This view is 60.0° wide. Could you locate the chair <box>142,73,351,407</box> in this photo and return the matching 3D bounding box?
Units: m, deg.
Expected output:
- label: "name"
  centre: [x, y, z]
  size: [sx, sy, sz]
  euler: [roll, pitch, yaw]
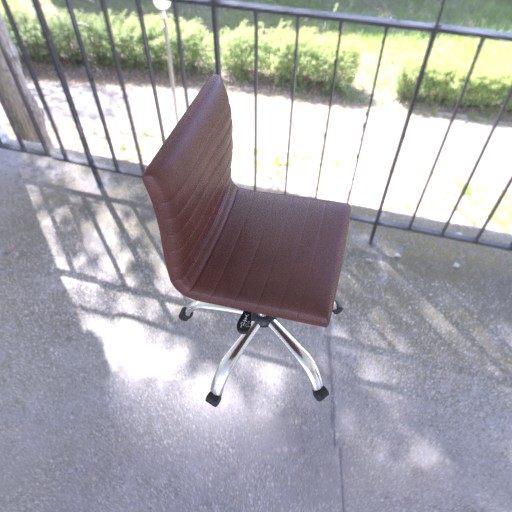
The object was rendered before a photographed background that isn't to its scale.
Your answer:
- label: "chair"
  centre: [0.000, 0.000, 1.168]
  size: [0.530, 0.780, 0.556]
  euler: [12, 50, 10]
